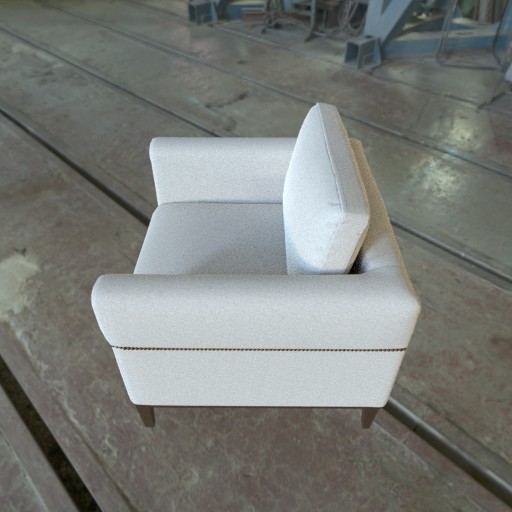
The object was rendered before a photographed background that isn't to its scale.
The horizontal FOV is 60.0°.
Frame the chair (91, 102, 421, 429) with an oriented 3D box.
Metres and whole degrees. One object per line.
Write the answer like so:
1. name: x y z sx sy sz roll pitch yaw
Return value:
1. chair: 0.000 0.000 1.681 0.896 0.915 0.982 0 41 0
